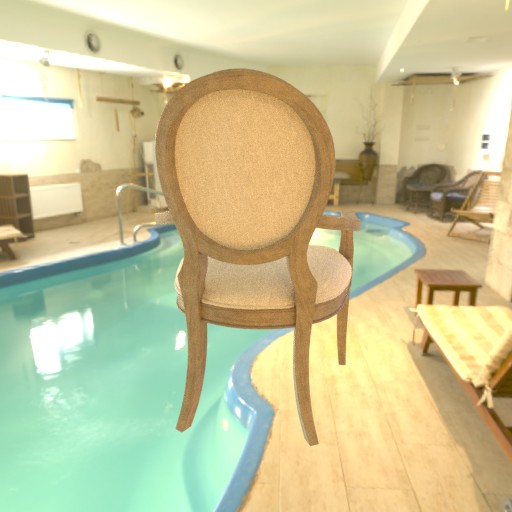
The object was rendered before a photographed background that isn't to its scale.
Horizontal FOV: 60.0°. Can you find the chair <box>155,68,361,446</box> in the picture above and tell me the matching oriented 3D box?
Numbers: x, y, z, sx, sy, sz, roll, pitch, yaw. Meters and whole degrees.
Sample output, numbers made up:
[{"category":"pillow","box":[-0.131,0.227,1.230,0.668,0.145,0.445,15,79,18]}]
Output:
[{"category":"chair","box":[0.000,0.000,1.350,0.611,0.991,0.602,2,15,9]}]
